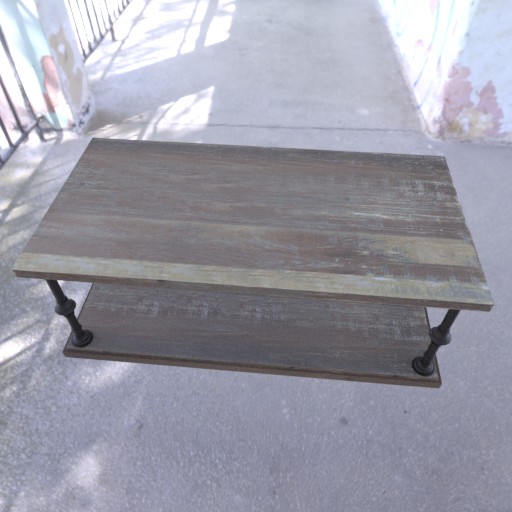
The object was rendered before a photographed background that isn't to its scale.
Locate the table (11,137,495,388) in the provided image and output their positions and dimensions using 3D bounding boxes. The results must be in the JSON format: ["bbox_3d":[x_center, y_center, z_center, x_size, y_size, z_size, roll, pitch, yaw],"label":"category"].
[{"bbox_3d":[0.000,0.000,1.326,1.088,0.399,0.554,4,47,4],"label":"table"}]
